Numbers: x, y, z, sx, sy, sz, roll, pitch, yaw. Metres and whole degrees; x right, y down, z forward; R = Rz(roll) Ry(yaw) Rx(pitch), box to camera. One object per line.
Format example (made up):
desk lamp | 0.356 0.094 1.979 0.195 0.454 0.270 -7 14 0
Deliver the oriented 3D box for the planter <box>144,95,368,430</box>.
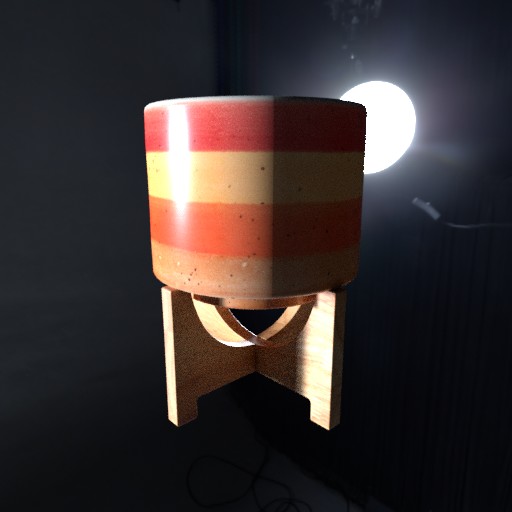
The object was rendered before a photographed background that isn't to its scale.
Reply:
planter | 0.000 0.000 0.420 0.199 0.268 0.199 0 14 0
